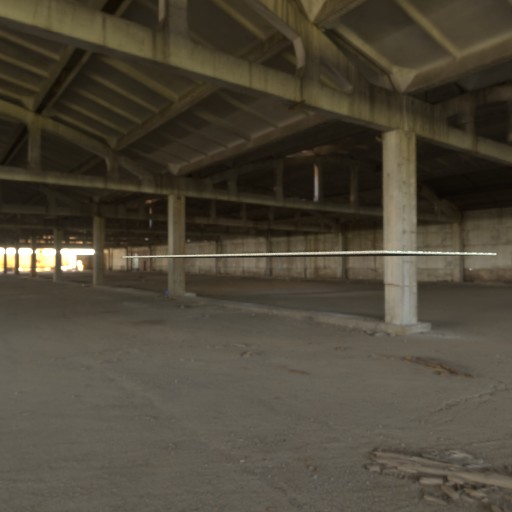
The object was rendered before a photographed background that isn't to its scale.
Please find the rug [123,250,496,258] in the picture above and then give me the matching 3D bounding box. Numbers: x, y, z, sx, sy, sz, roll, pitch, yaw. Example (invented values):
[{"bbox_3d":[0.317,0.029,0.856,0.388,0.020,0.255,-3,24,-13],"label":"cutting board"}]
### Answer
[{"bbox_3d":[0.000,0.000,2.642,0.750,0.009,2.435,0,-1,-37],"label":"rug"}]
